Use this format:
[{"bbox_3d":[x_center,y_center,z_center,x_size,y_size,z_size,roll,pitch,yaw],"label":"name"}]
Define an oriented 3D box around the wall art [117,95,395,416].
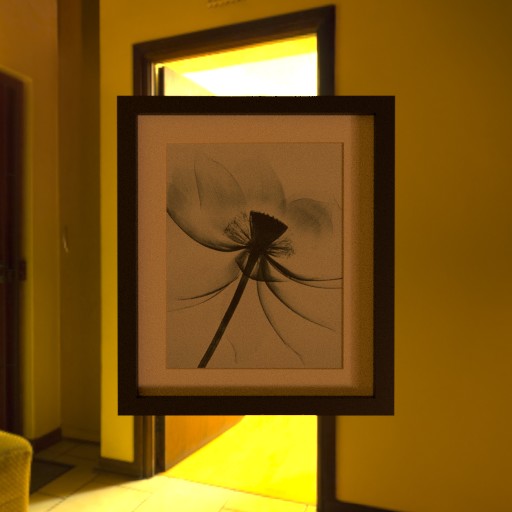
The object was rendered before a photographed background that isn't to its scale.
[{"bbox_3d":[0.000,0.000,0.542,0.330,0.381,0.029,0,0,0],"label":"wall art"}]
